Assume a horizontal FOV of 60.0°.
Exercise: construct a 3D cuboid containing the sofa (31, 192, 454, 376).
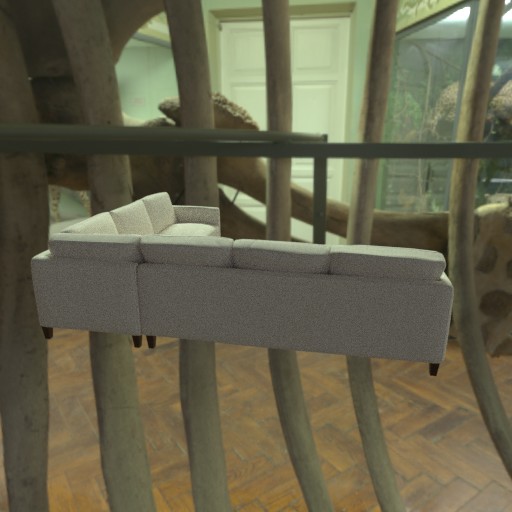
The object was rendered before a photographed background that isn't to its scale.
[{"bbox_3d":[0.000,0.000,4.565,3.302,0.947,2.593,3,17,10],"label":"sofa"}]
